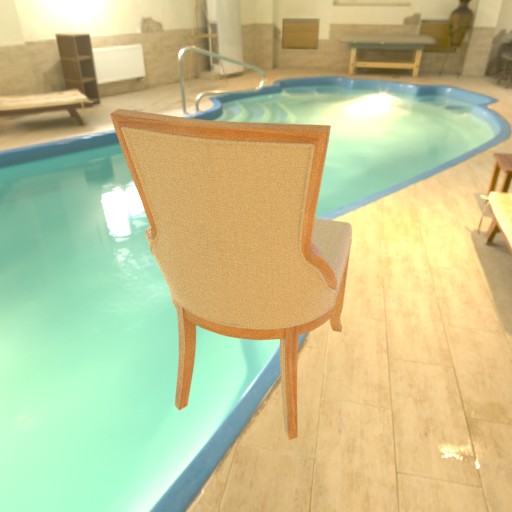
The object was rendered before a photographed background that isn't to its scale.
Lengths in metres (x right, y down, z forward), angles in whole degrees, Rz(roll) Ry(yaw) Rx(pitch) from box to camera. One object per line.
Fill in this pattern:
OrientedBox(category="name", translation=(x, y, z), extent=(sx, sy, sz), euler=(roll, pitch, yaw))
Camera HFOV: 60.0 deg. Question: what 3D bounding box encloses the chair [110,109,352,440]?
OrientedBox(category="chair", translation=(0.000, 0.000, 1.339), extent=(0.524, 0.947, 0.641), euler=(9, 32, 15))
